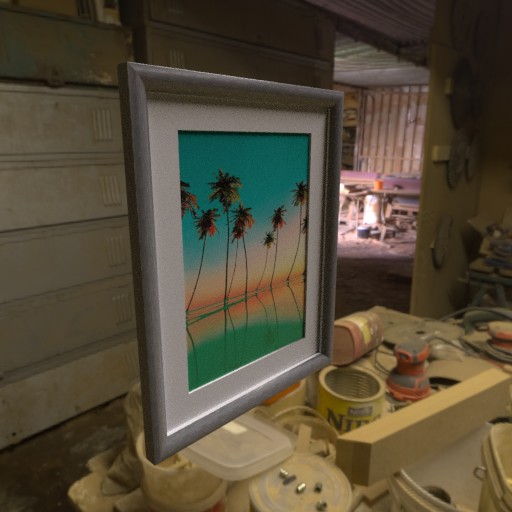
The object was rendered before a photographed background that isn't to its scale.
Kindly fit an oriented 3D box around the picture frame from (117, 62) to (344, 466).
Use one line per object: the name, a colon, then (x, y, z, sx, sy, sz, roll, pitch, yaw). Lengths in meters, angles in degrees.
picture frame: (0.000, 0.000, 0.756, 0.029, 0.559, 0.454, 14, 20, 43)
